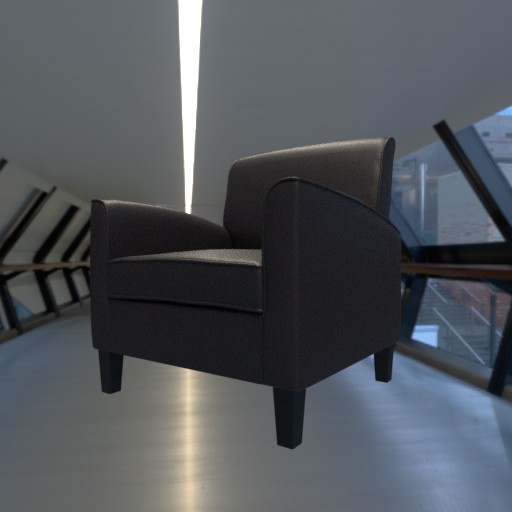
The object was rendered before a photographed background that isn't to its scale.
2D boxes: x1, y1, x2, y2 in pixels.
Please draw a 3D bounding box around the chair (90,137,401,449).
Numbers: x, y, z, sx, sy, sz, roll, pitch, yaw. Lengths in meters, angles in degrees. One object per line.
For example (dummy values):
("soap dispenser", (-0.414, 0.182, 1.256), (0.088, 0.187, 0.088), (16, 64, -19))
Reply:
("chair", (0.000, 0.000, 1.574), (0.820, 0.916, 0.819), (0, 1, 36))
